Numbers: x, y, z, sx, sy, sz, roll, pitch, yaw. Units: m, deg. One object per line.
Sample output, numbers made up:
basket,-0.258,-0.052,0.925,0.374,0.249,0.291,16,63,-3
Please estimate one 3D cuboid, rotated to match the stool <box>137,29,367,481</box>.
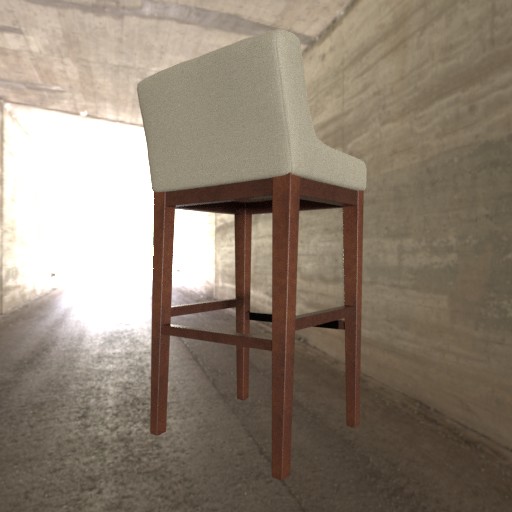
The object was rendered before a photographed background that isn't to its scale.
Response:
stool,0.000,0.000,1.310,0.511,1.037,0.500,0,0,37
